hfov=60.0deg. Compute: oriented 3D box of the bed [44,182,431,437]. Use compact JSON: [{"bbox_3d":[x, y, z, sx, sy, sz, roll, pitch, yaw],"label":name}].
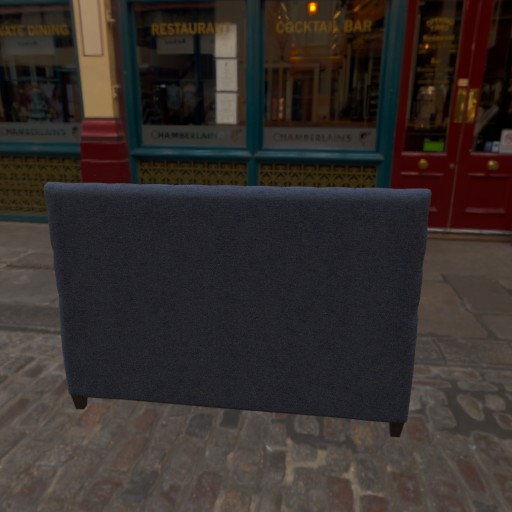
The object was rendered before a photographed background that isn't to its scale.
[{"bbox_3d":[0.000,0.000,3.595,2.078,1.427,2.387,2,17,7],"label":"bed"}]
